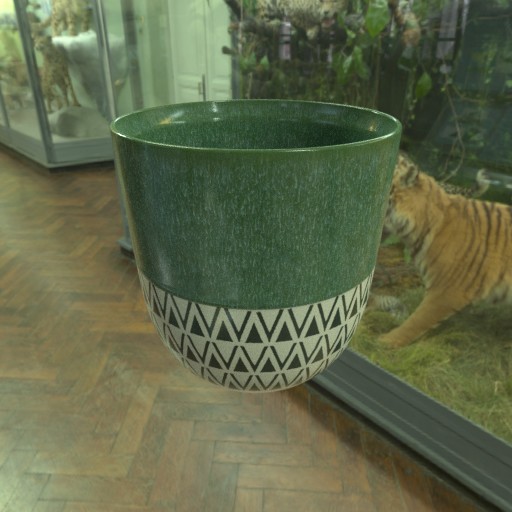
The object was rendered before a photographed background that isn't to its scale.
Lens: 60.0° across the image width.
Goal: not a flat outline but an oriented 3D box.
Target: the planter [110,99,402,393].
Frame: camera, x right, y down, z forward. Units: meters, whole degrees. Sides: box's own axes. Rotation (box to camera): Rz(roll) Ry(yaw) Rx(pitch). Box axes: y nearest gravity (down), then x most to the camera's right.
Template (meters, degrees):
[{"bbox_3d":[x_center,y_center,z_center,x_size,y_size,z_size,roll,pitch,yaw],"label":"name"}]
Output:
[{"bbox_3d":[0.000,0.000,0.355,0.195,0.214,0.195,0,27,0],"label":"planter"}]
